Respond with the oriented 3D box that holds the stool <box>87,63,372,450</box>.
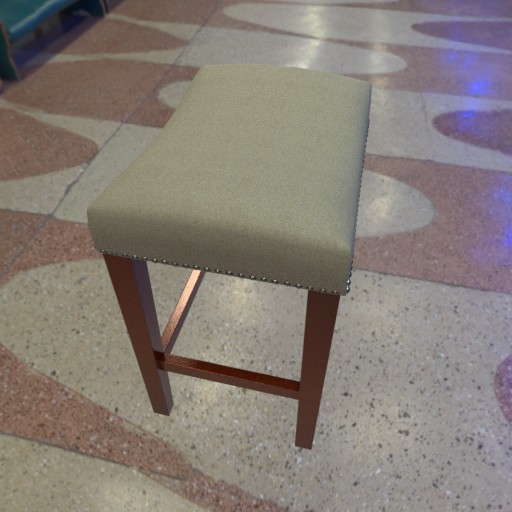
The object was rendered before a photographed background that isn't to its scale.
[{"bbox_3d":[0.000,0.000,0.944,0.375,0.632,0.509,10,46,9],"label":"stool"}]
